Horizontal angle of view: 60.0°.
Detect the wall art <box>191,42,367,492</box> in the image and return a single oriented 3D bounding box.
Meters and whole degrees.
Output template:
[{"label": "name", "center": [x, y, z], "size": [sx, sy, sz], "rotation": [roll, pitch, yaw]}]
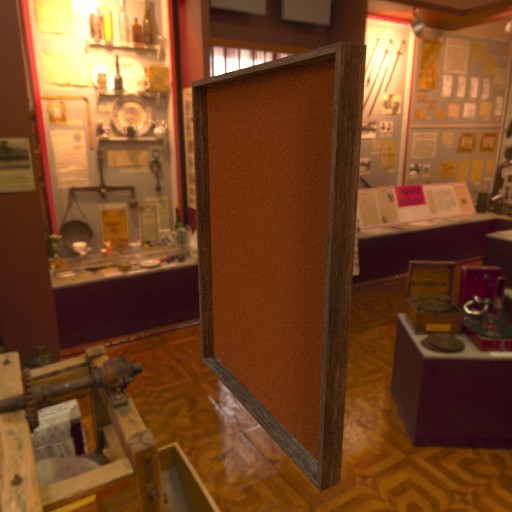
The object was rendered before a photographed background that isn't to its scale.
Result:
[{"label": "wall art", "center": [0.000, 0.000, 1.292], "size": [0.063, 1.016, 0.762], "rotation": [-8, 18, -28]}]
